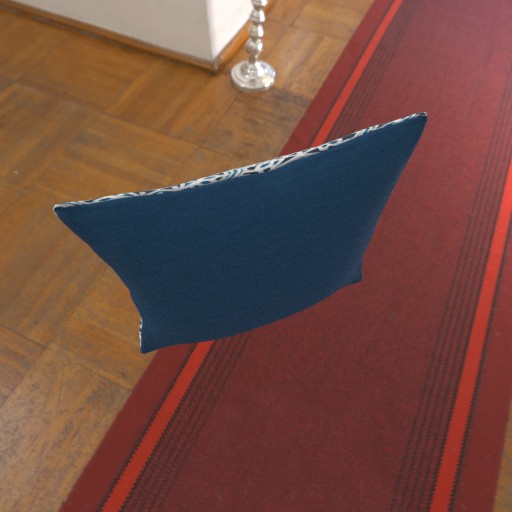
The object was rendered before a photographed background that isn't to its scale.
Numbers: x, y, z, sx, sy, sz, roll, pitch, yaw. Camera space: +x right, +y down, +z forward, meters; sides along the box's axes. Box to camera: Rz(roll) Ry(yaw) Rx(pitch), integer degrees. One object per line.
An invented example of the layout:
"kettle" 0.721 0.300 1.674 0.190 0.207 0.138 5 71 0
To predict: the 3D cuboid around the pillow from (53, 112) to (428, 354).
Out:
"pillow" 0.000 0.000 0.660 0.440 0.420 0.145 -17 60 -10
